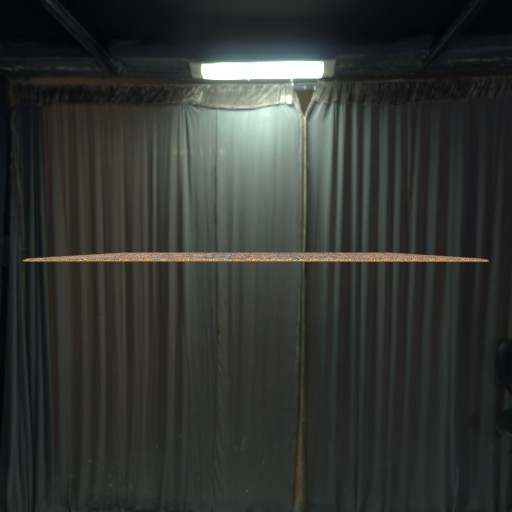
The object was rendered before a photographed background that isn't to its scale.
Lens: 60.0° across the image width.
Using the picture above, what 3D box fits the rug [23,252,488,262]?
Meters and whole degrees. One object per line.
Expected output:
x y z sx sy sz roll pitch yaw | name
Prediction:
0.000 0.000 3.786 2.916 0.019 2.043 0 2 1 | rug
